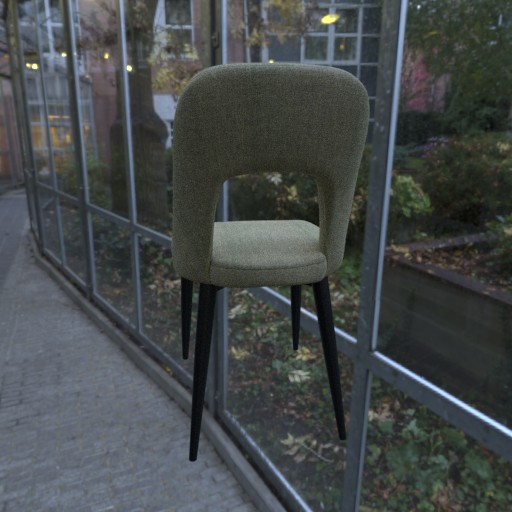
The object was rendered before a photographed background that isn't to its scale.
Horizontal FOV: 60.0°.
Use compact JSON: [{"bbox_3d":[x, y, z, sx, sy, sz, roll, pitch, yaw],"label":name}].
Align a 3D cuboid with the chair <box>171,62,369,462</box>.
[{"bbox_3d":[0.000,0.000,1.251,0.470,0.931,0.612,-3,15,-10],"label":"chair"}]
